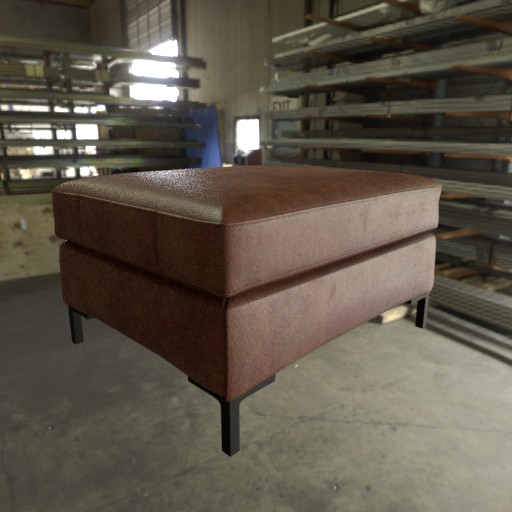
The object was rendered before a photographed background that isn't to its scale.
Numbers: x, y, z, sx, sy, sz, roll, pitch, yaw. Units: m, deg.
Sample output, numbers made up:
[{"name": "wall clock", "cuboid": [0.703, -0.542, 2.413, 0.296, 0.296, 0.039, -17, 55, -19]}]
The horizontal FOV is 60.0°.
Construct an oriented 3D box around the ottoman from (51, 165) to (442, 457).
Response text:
[{"name": "ottoman", "cuboid": [0.000, 0.000, 1.745, 0.965, 0.667, 1.186, 14, 21, 43]}]
